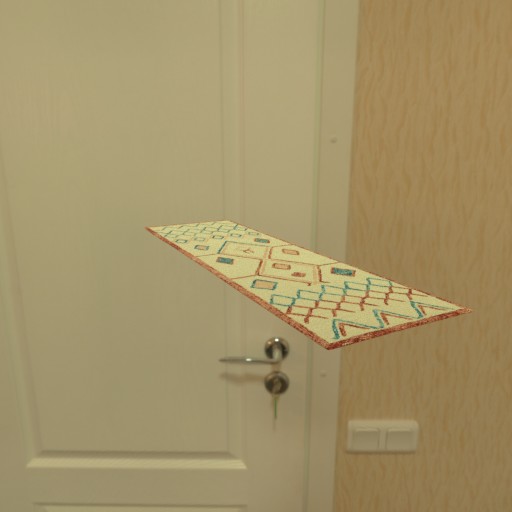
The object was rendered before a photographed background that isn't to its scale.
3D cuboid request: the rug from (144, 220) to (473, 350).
[{"bbox_3d":[0.000,0.000,2.708,0.750,0.011,2.435,-8,17,-27],"label":"rug"}]
